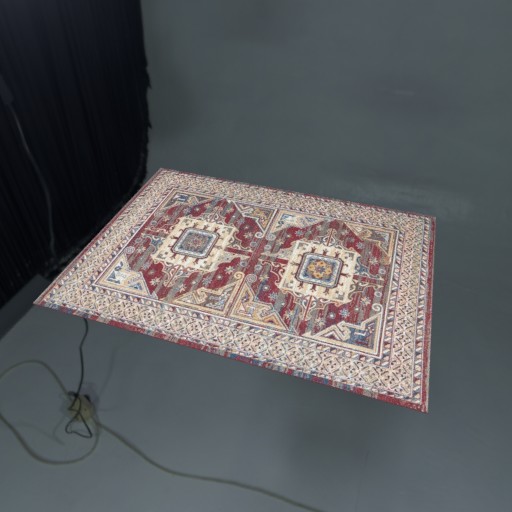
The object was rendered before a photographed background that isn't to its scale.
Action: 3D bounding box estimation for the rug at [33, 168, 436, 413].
[{"bbox_3d":[0.000,0.000,2.892,2.210,0.011,1.599,12,43,13],"label":"rug"}]
